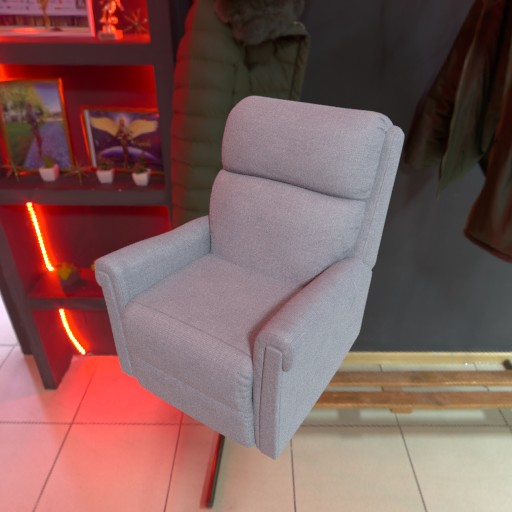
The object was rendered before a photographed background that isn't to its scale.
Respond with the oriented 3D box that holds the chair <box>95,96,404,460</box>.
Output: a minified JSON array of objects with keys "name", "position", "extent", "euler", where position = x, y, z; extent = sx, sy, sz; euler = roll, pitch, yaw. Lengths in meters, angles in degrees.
[{"name":"chair","position":[0.000,0.000,1.770],"extent":[0.838,1.054,1.014],"euler":[19,36,28]}]
